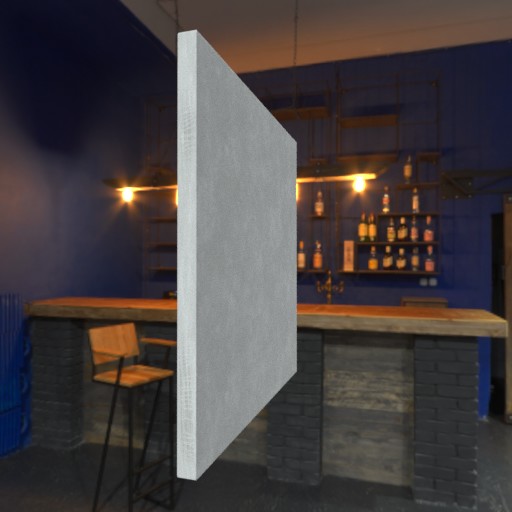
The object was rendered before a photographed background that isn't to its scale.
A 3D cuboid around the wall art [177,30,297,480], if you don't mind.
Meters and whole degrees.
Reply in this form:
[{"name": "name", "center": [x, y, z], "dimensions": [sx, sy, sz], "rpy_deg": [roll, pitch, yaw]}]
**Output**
[{"name": "wall art", "center": [0.000, 0.000, 0.443], "dimensions": [0.015, 0.303, 0.303], "rpy_deg": [0, 0, 18]}]
